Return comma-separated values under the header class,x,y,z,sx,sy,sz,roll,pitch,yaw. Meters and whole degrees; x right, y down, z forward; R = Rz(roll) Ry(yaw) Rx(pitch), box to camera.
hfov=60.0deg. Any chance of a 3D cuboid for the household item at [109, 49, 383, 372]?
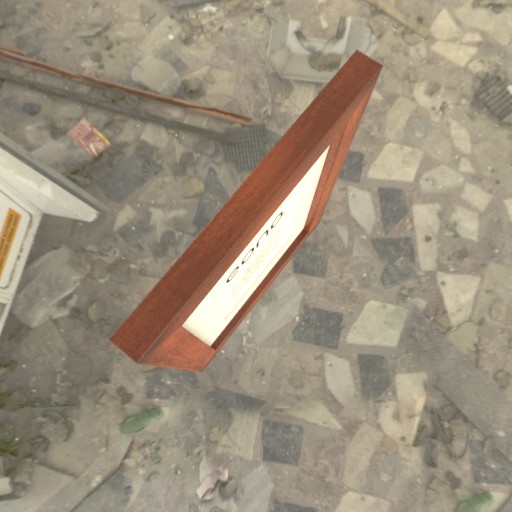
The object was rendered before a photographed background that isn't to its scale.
class,x,y,z,sx,sy,sz,roll,pitch,yaw
household item,0.000,0.000,0.342,0.020,0.250,0.200,37,78,10
